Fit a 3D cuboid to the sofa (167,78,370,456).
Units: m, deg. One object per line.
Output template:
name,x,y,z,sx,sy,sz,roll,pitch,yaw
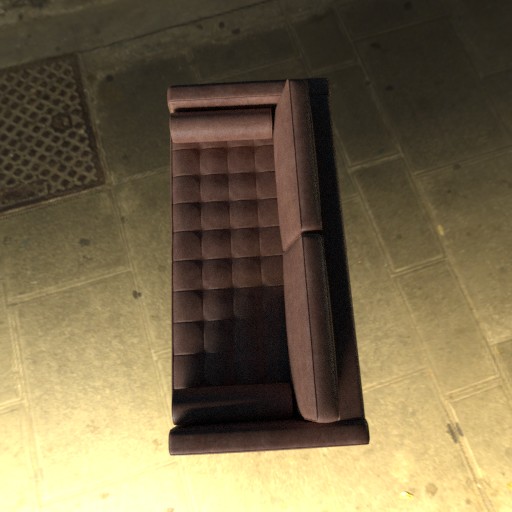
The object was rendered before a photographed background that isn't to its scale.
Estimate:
sofa,0.000,0.000,2.332,0.910,0.760,1.870,-3,75,-1
